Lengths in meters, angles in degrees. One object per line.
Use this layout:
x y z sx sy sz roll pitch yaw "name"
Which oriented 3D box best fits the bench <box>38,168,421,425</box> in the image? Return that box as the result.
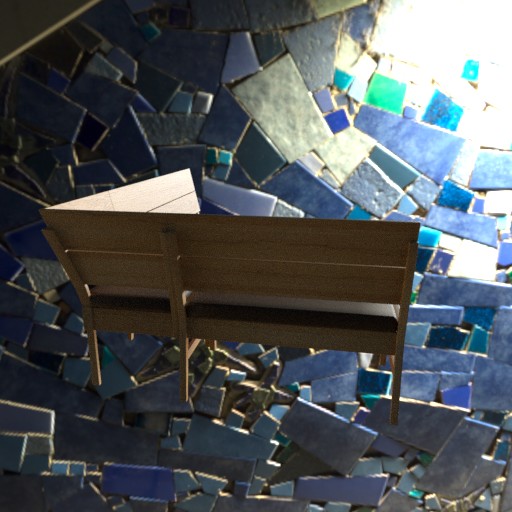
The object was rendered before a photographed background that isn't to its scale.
0.000 0.000 2.782 1.549 0.890 1.975 3 16 9 "bench"
